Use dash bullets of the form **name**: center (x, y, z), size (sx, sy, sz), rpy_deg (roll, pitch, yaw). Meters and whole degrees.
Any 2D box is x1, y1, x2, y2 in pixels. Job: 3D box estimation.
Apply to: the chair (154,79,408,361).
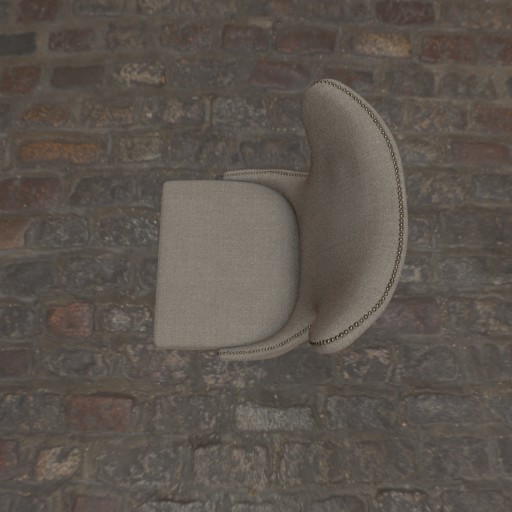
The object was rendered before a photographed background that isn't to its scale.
- **chair**: center (0.000, 0.000, 1.369), size (0.635, 0.967, 0.628), rpy_deg (0, 76, 0)
